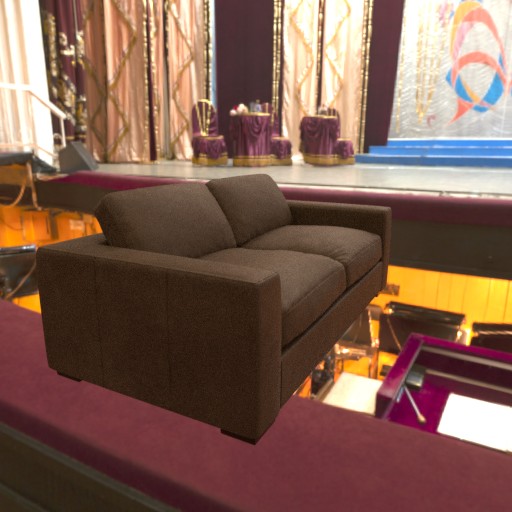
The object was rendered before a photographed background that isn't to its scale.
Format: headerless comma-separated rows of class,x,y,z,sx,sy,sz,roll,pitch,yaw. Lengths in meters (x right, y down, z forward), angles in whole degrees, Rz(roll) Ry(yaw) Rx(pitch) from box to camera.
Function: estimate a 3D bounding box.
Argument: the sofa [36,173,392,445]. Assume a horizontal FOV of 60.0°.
sofa,0.000,0.000,2.419,1.070,0.800,1.920,8,16,28
